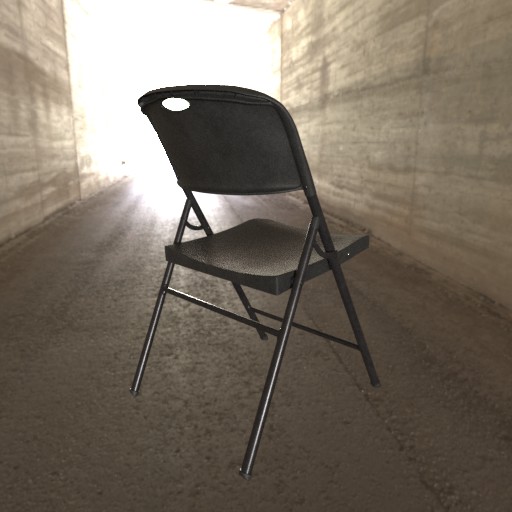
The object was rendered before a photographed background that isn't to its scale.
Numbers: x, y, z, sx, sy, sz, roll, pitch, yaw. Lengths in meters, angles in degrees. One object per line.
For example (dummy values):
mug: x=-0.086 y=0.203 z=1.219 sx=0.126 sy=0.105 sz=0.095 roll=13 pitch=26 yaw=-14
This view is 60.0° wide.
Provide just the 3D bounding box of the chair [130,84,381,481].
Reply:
chair: x=0.000 y=0.000 z=1.192 sx=0.566 sy=0.810 sz=0.494 roll=-13 pitch=19 yaw=-43
